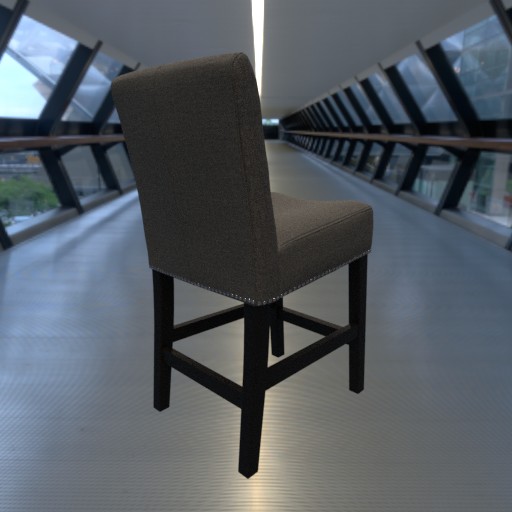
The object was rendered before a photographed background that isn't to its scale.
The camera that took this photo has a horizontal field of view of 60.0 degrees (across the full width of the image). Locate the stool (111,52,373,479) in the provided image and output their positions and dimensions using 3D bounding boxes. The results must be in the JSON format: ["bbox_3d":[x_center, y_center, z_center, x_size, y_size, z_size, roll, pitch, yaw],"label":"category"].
[{"bbox_3d":[0.000,0.000,1.168,0.427,0.885,0.571,14,20,43],"label":"stool"}]
